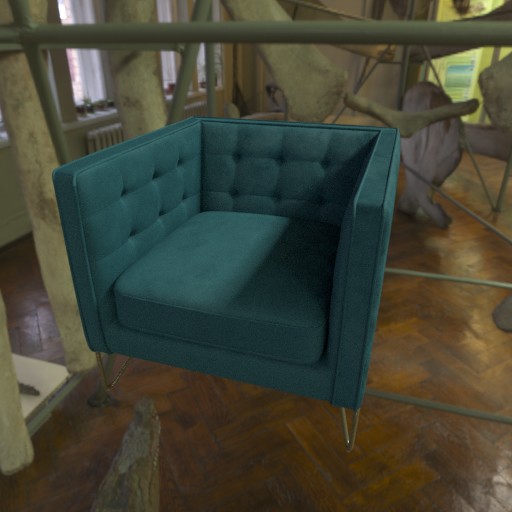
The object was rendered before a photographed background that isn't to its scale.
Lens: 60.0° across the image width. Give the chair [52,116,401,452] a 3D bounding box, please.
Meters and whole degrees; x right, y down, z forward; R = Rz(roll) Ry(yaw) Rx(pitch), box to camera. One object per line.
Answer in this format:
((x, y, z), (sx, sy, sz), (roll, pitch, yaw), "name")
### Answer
((0.000, 0.000, 1.568), (0.880, 0.790, 0.894), (8, 28, 16), "chair")
